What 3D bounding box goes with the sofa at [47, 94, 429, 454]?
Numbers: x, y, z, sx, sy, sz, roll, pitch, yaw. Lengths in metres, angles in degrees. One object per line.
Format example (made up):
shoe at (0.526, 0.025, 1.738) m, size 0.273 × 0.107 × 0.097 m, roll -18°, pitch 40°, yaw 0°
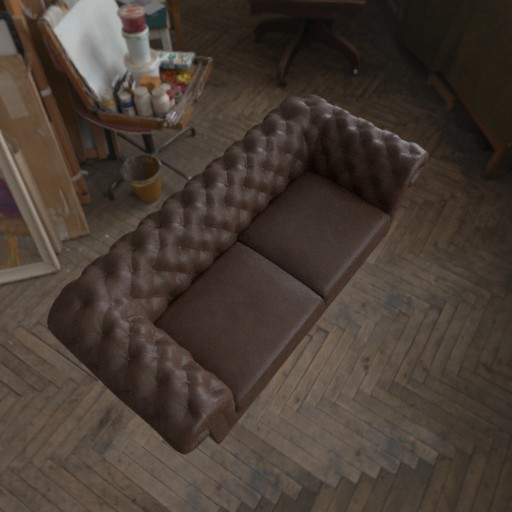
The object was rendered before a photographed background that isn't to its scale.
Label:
sofa at (0.000, 0.000, 2.503) m, size 0.955 × 0.784 × 2.048 m, roll 34°, pitch 63°, yaw 20°
